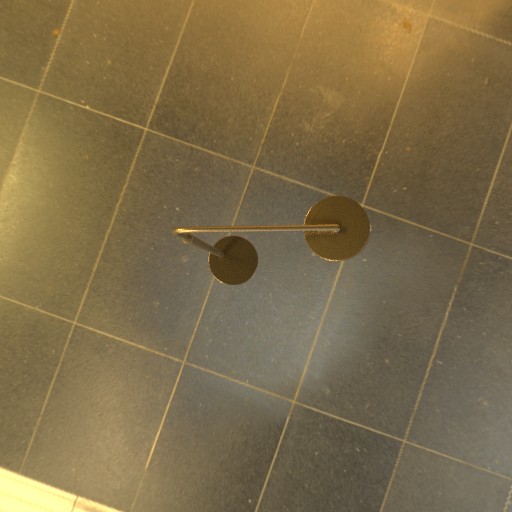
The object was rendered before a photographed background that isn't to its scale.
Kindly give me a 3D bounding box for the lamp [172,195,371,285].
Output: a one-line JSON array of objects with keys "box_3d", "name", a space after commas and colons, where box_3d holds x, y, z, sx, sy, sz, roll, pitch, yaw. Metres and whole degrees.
[{"box_3d": [0.000, 0.000, 1.380, 0.418, 1.230, 0.219, 0, 88, 0], "name": "lamp"}]
